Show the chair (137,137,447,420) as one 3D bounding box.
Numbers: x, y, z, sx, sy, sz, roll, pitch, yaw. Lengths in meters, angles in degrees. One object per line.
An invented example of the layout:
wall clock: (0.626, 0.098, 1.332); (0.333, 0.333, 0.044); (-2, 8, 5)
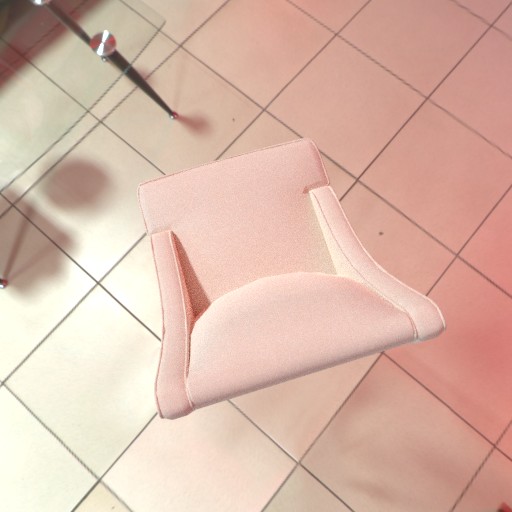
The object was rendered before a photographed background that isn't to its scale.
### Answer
chair: (0.000, 0.000, 1.480); (0.689, 0.886, 0.806); (-16, 76, -4)
